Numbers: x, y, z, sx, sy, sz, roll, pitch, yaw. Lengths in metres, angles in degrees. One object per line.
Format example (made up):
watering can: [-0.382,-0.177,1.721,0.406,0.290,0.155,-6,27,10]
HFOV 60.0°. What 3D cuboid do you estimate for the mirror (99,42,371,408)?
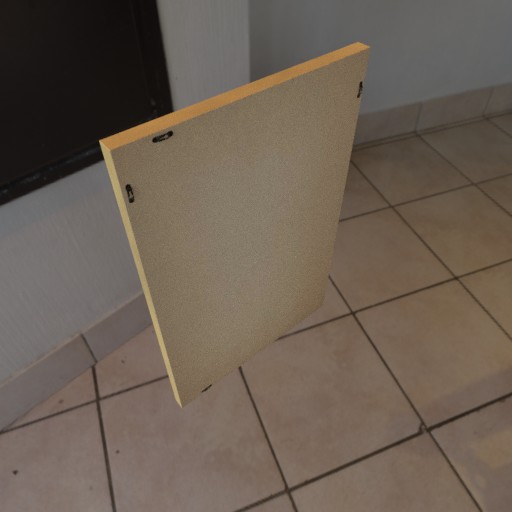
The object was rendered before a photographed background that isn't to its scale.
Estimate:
mirror: [0.000,0.000,1.154,0.609,0.915,0.040,-31,54,-26]
